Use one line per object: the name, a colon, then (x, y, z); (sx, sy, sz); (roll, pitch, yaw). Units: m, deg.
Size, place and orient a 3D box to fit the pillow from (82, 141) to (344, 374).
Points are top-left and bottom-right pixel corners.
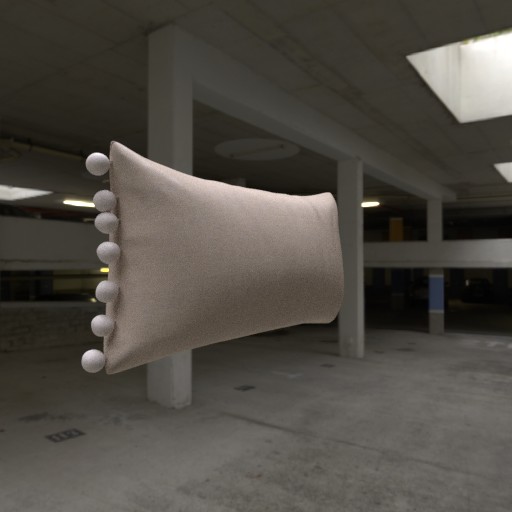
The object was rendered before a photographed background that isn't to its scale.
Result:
pillow: (0.000, 0.000, 0.836); (0.201, 0.322, 0.709); (-1, -1, 35)
